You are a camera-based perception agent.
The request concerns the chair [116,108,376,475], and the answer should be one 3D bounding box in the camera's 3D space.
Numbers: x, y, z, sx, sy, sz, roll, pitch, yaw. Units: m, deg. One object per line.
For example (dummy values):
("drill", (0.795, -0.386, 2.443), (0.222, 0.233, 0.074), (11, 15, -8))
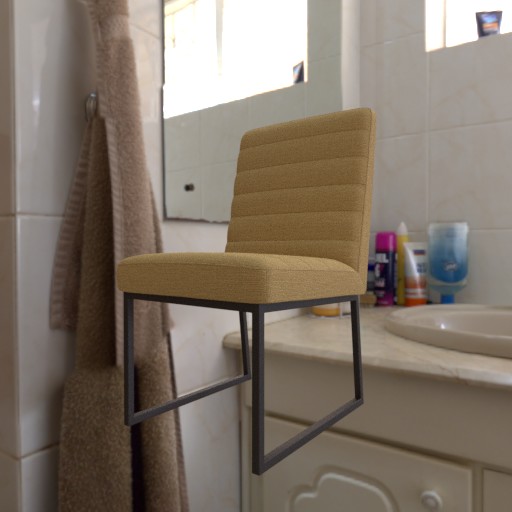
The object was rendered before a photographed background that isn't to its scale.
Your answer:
("chair", (0.000, 0.000, 1.317), (0.520, 0.930, 0.634), (1, 1, 37))
